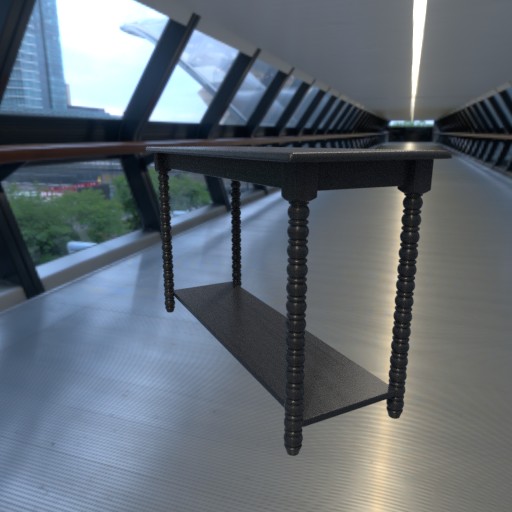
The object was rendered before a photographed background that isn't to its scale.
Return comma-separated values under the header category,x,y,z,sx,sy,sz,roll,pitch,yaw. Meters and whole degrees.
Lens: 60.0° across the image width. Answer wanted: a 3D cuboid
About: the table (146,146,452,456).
category,x,y,z,sx,sy,sz,roll,pitch,yaw
table,0.000,0.000,1.556,0.459,0.735,1.184,-7,16,-26
